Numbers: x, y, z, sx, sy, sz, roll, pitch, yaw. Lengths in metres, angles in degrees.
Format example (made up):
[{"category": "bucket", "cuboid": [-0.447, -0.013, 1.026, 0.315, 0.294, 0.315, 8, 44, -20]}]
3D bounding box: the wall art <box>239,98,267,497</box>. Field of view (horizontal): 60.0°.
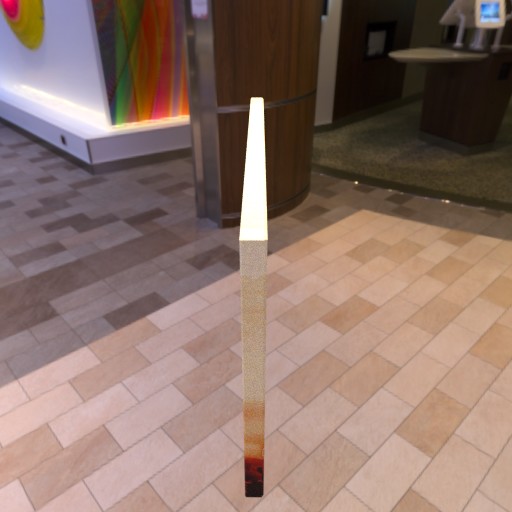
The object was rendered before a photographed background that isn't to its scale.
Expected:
[{"category": "wall art", "cuboid": [0.000, 0.000, 1.145, 0.038, 0.602, 0.918, 0, 31, 0]}]
